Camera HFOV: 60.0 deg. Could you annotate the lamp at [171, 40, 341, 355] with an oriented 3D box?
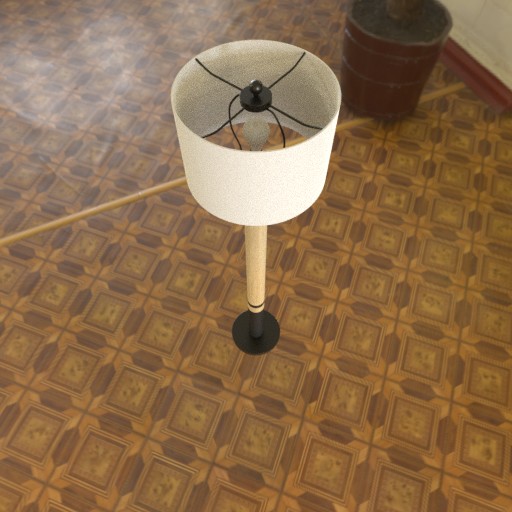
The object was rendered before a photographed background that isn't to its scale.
[{"bbox_3d":[0.000,0.000,1.605,0.381,1.478,0.381,17,60,10],"label":"lamp"}]
